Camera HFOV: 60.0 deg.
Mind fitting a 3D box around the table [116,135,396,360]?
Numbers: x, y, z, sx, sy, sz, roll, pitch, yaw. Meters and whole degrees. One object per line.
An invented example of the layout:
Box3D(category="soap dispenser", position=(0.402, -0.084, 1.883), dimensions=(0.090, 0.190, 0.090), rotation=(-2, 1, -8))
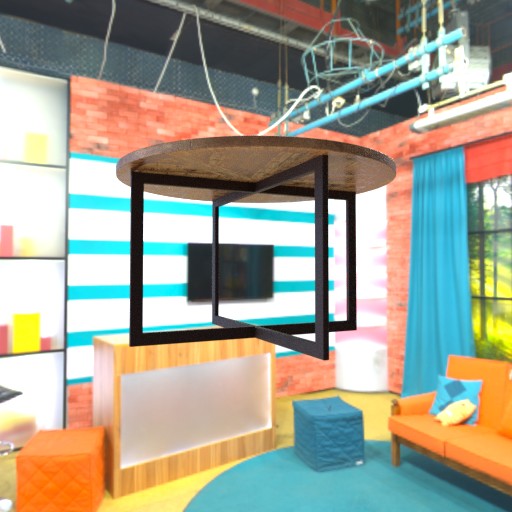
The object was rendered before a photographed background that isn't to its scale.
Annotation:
Box3D(category="table", position=(0.000, 0.000, 2.083), dimensions=(1.264, 0.762, 1.264), rotation=(0, -2, 0))
